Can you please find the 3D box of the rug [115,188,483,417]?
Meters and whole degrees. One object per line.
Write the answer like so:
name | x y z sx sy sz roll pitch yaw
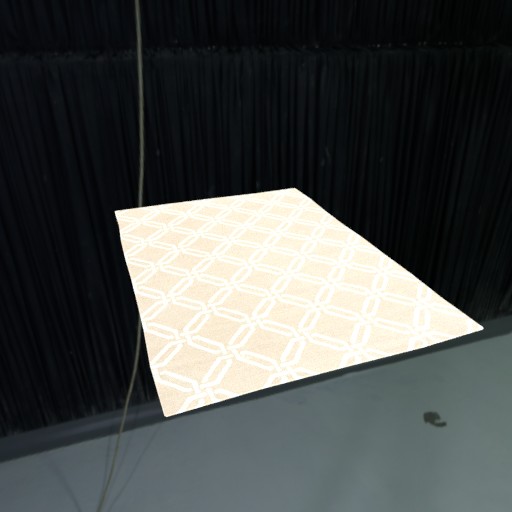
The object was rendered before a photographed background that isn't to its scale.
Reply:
rug | 0.000 0.000 2.734 1.524 0.013 2.135 -10 30 -18
